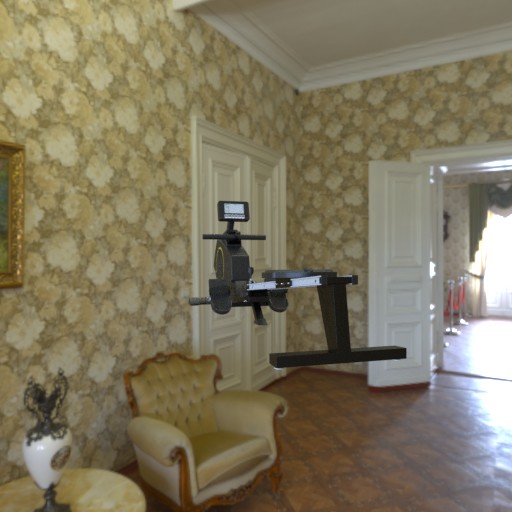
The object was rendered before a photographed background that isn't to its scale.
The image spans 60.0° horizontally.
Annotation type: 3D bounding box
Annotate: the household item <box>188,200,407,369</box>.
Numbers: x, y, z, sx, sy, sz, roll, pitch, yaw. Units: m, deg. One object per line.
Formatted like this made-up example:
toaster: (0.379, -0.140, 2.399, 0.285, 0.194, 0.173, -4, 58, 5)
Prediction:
household item: (0.000, 0.000, 2.683, 0.521, 0.810, 2.251, 0, 0, -16)
